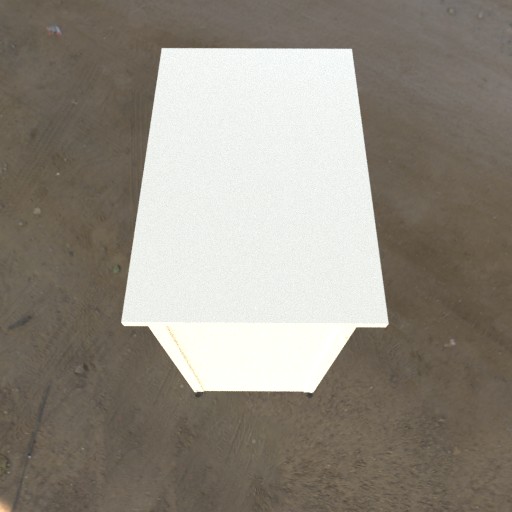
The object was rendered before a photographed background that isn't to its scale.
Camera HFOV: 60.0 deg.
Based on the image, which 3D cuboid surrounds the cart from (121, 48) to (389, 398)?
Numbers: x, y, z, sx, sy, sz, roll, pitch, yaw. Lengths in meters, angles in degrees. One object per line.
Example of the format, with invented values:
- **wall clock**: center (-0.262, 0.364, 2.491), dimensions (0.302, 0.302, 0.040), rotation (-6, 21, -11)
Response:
- **cart**: center (0.000, 0.000, 1.271), dimensions (0.442, 0.864, 0.683), rotation (0, 63, 0)
